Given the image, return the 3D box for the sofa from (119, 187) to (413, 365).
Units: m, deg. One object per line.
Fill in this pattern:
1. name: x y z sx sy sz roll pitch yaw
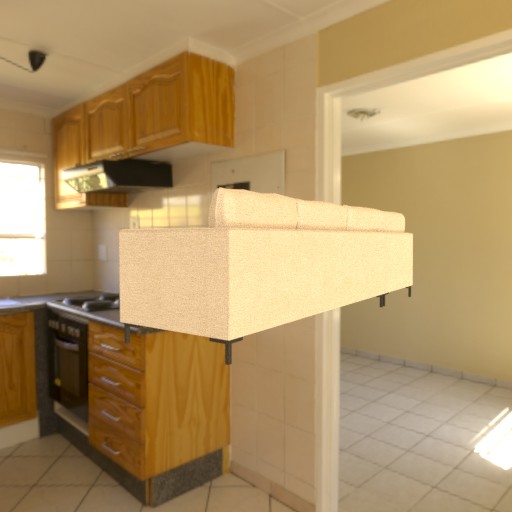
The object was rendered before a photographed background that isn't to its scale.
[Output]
1. sofa: 0.000 0.000 4.292 2.048 0.996 3.384 2 3 35
